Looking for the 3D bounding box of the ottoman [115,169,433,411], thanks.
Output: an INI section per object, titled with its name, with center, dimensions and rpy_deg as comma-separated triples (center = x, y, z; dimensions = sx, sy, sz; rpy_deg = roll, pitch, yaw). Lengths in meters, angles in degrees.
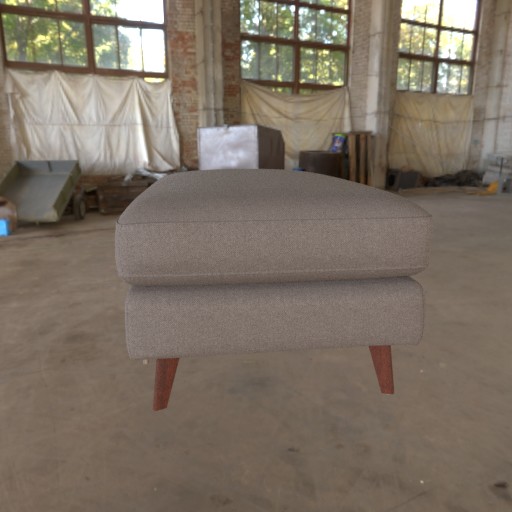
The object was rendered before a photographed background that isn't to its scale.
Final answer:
[ottoman]
center = 0.000, 0.000, 1.196
dimensions = 0.608, 0.449, 0.811
rpy_deg = -2, 14, -7
